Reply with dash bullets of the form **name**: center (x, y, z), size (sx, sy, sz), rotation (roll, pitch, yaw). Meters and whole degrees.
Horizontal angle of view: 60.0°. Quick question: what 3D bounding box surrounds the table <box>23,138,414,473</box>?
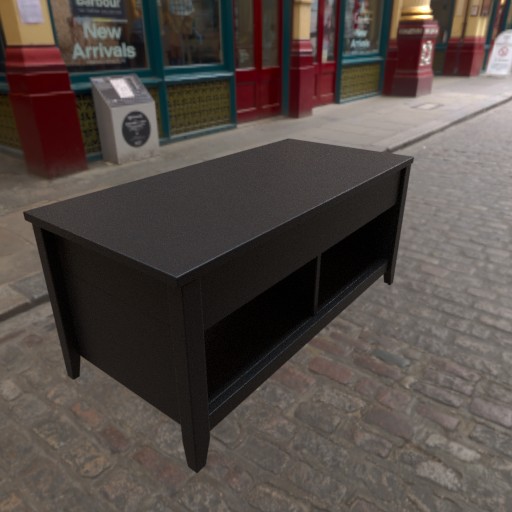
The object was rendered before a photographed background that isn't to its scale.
- **table**: center (0.000, 0.000, 1.280), size (0.483, 0.457, 1.016), rotation (19, 32, 34)
